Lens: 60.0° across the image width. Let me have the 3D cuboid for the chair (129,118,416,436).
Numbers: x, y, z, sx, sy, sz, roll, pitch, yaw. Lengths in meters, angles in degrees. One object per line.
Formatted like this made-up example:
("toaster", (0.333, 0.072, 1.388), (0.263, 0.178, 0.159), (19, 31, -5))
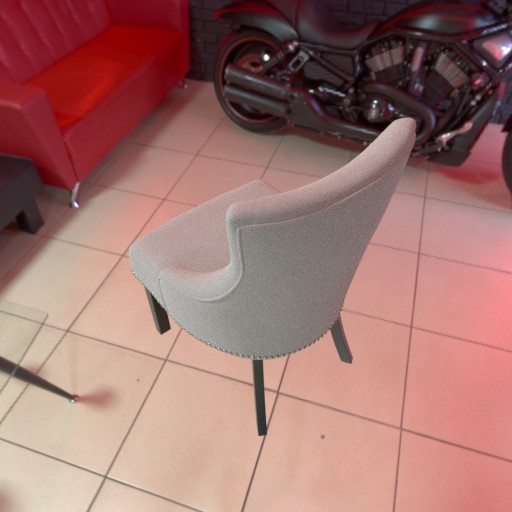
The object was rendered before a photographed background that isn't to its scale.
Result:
("chair", (0.000, 0.000, 1.298), (0.566, 0.909, 0.629), (-31, 53, -26))
